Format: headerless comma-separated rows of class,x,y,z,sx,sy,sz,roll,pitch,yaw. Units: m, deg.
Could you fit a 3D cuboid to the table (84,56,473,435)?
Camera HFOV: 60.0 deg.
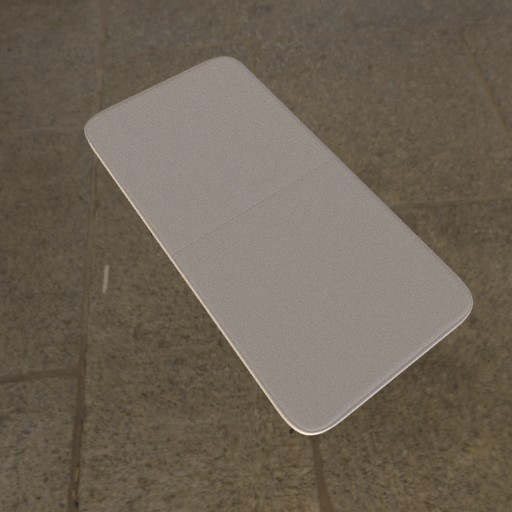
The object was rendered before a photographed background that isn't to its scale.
table,0.000,0.000,1.652,0.611,0.737,1.245,-33,68,-15
